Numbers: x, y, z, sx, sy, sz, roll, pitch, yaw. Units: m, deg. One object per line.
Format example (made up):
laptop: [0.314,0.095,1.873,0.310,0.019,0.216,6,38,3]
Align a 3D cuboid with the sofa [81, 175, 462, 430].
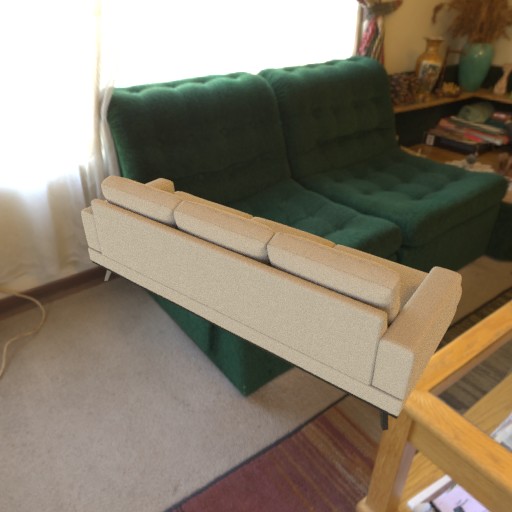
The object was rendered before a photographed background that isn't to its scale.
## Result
sofa: [0.000,0.000,2.809,2.310,0.810,0.920,21,37,30]
